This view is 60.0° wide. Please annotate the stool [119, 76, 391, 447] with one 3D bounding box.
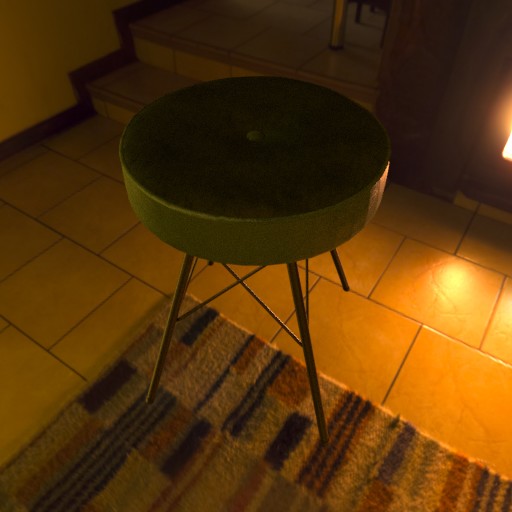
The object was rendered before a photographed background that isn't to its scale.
[{"bbox_3d":[0.000,0.000,0.908,0.430,0.595,0.457,10,47,10],"label":"stool"}]
